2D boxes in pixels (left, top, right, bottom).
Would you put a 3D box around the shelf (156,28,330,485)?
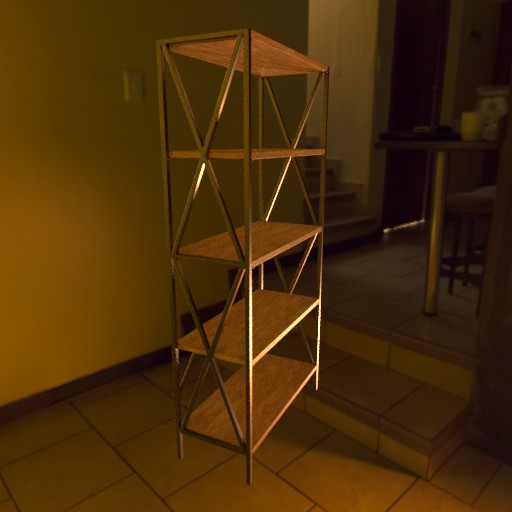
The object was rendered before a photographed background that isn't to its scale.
[{"bbox_3d":[0.000,0.000,2.153,0.386,1.803,0.874,7,16,26],"label":"shelf"}]
